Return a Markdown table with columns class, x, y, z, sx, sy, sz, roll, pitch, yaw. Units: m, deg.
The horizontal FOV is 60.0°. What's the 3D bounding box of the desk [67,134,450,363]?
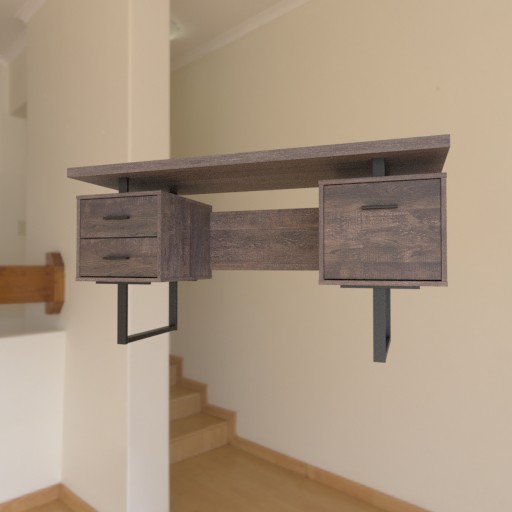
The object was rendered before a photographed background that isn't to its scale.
| class | x | y | z | sx | sy | sz | roll | pitch | yaw |
| --- | --- | --- | --- | --- | --- | --- | --- | --- | --- |
| desk | 0.000 | 0.000 | 1.945 | 1.524 | 0.760 | 0.600 | 0 | -1 | 19 |
